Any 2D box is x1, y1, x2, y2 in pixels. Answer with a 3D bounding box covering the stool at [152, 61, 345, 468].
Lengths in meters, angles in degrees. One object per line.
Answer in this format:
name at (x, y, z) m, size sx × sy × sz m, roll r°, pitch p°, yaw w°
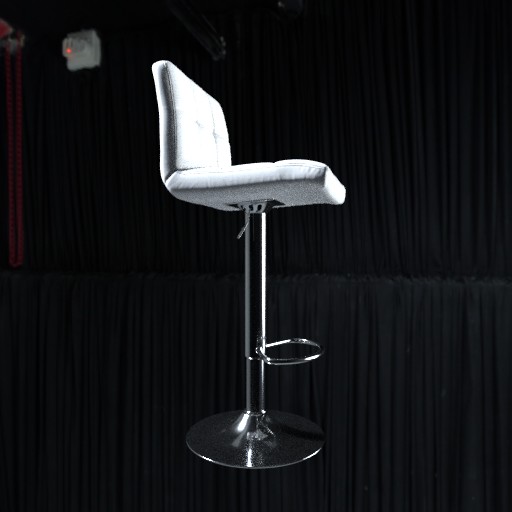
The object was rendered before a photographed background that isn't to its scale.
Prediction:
stool at (0.000, 0.000, 1.365) m, size 0.505 × 1.115 × 0.430 m, roll 0°, pitch 1°, yaw 17°
